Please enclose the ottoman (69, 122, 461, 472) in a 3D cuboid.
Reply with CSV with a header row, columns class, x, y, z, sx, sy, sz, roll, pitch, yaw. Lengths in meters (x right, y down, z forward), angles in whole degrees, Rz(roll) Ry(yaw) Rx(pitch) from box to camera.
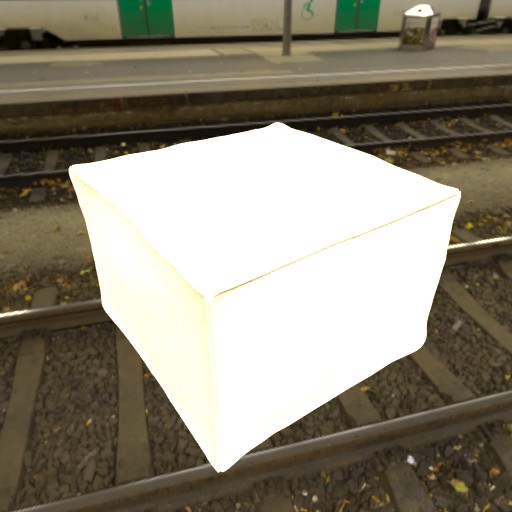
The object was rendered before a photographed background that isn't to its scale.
class,x,y,z,sx,sy,sz,roll,pitch,yaw
ottoman,0.000,0.000,1.161,0.696,0.470,0.707,-21,37,-30
